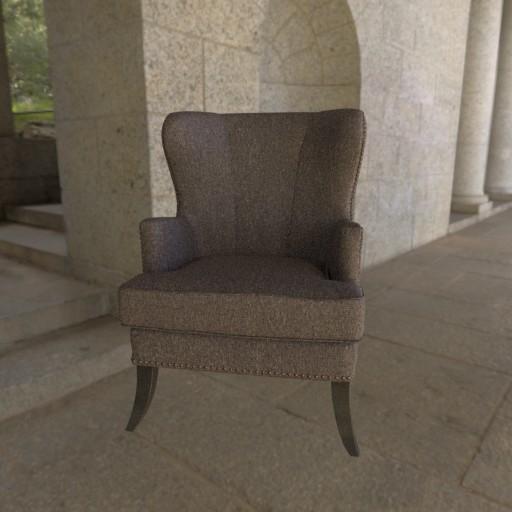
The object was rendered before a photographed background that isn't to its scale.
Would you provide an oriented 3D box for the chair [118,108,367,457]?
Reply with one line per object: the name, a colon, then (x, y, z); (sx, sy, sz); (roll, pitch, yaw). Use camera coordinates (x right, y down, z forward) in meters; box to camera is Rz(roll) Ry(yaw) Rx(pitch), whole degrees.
chair: (0.000, 0.000, 1.621); (0.759, 1.060, 0.758); (2, 13, 10)
